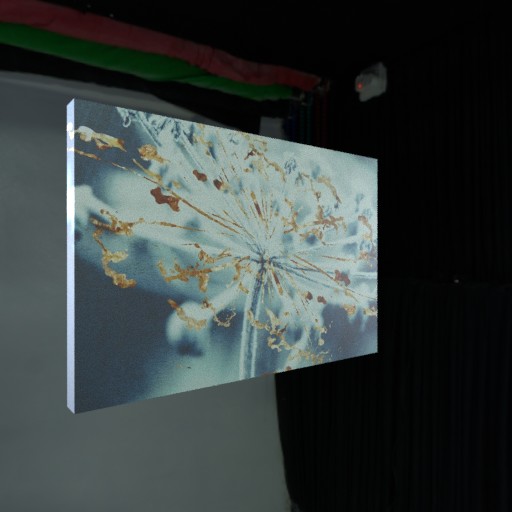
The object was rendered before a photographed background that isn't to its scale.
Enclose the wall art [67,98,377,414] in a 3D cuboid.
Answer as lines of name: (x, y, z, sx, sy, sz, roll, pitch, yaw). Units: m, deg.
wall art: (0.000, 0.000, 0.764, 0.607, 0.405, 0.036, 0, 0, -37)
